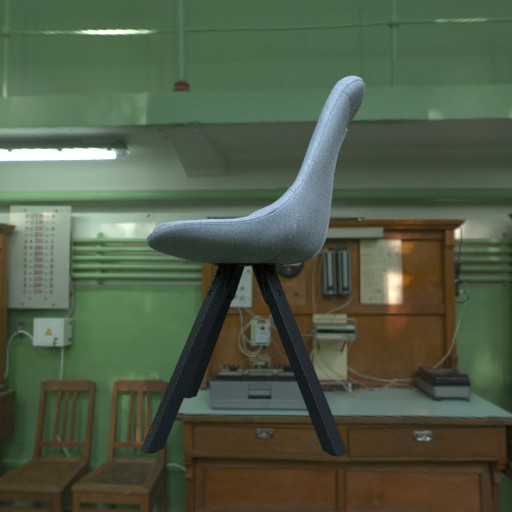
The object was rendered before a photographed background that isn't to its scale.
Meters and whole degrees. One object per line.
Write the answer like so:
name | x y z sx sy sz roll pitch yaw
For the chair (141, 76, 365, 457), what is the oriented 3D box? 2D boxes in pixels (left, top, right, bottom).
chair | 0.000 0.000 1.166 0.550 0.850 0.485 0 -2 1
